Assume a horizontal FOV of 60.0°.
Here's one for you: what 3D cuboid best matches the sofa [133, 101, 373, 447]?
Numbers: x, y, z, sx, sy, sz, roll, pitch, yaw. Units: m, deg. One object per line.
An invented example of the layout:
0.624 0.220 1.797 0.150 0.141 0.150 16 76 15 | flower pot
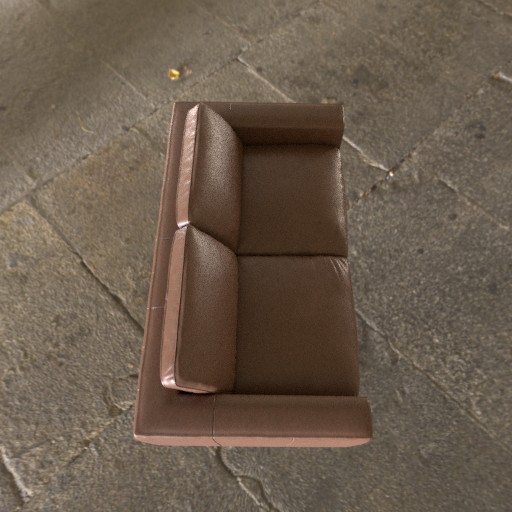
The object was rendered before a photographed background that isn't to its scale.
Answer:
0.000 0.000 2.453 1.070 0.800 1.920 1 65 0 | sofa
